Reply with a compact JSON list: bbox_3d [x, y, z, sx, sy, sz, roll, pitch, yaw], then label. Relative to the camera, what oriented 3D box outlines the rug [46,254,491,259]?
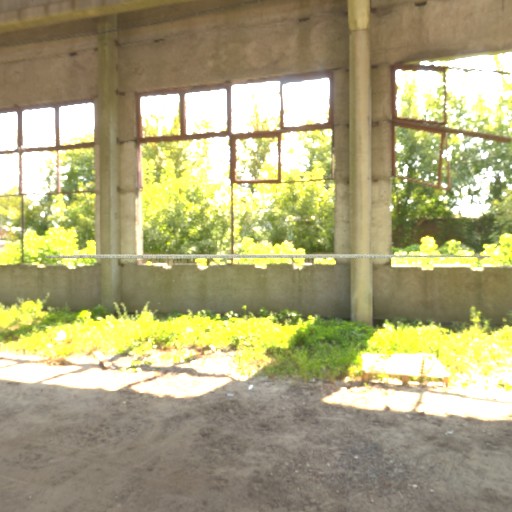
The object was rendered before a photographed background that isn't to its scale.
[{"bbox_3d":[0.000,0.000,2.331,1.850,0.015,1.250,0,0,-18],"label":"rug"}]
